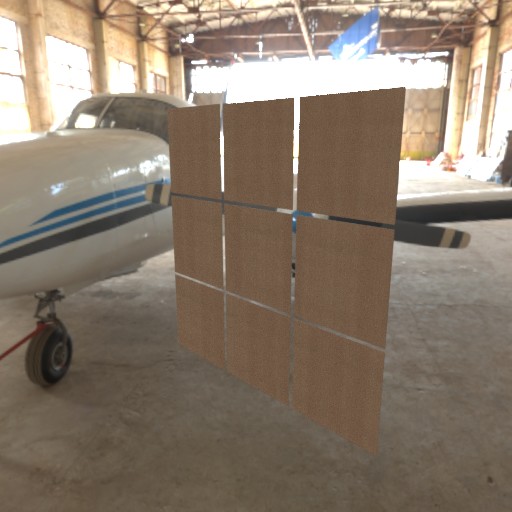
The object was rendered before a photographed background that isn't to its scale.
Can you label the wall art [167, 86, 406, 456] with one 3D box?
[{"bbox_3d":[0.000,0.000,2.264,0.002,1.505,1.517,-13,20,-42],"label":"wall art"}]
